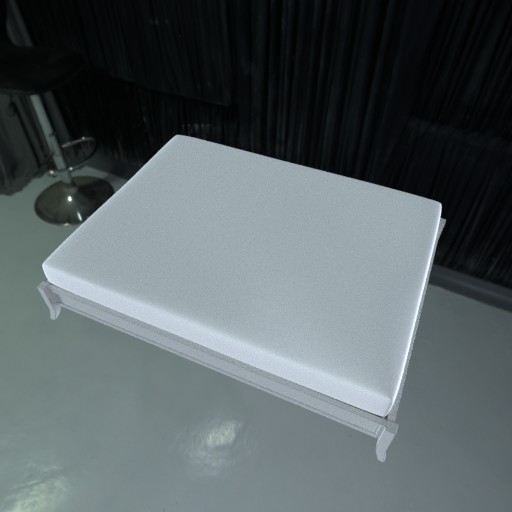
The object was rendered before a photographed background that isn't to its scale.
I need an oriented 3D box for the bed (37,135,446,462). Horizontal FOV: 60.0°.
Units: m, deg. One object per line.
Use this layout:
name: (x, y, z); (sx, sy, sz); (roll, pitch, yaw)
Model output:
bed: (0.000, 0.000, 2.801); (2.108, 0.510, 1.604); (18, 49, 16)
